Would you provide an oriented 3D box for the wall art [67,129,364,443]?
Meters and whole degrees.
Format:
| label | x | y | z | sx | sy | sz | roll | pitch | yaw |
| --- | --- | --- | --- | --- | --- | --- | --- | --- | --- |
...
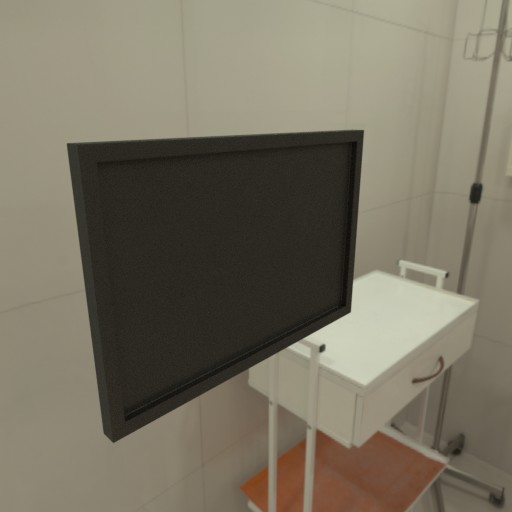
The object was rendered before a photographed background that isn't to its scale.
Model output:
| label | x | y | z | sx | sy | sz | roll | pitch | yaw |
| --- | --- | --- | --- | --- | --- | --- | --- | --- | --- |
| wall art | 0.000 | 0.000 | 0.570 | 0.021 | 0.301 | 0.443 | 17 | 24 | 42 |
